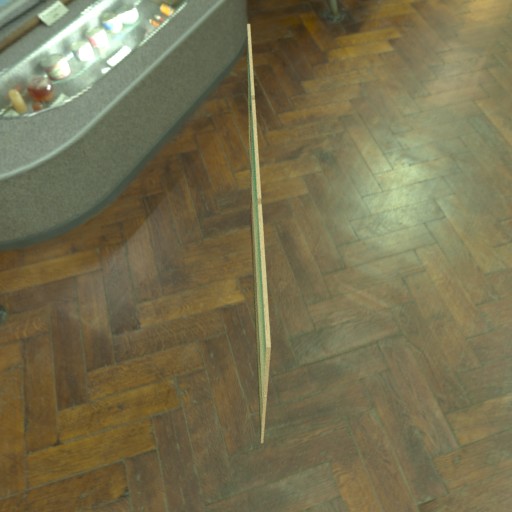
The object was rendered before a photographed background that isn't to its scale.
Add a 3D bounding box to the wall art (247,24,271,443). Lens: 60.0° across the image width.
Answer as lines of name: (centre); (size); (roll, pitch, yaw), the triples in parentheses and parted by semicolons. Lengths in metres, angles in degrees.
wall art: (0.000, 0.000, 2.229); (0.014, 1.507, 1.519); (-2, 58, -1)
